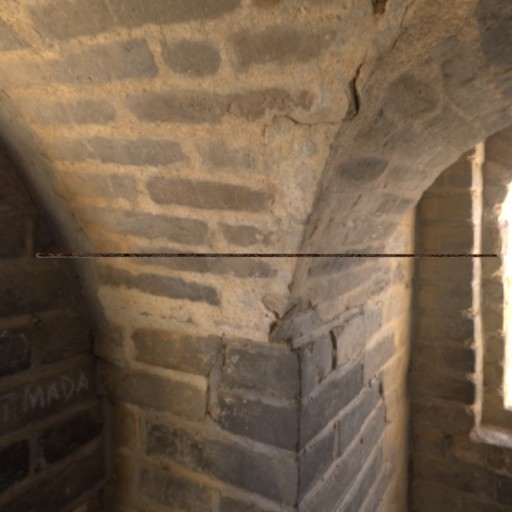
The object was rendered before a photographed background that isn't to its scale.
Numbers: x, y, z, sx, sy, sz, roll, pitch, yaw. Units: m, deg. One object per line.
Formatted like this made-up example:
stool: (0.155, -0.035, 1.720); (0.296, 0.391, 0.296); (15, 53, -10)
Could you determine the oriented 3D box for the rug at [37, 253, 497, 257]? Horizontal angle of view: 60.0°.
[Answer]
rug: (0.000, 0.000, 2.816); (2.297, 0.018, 1.541); (0, 0, -18)
